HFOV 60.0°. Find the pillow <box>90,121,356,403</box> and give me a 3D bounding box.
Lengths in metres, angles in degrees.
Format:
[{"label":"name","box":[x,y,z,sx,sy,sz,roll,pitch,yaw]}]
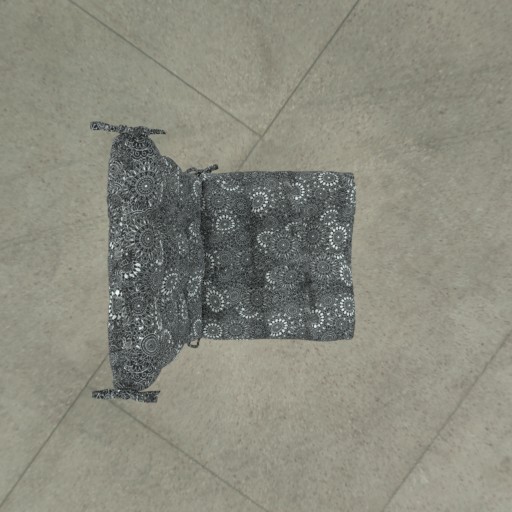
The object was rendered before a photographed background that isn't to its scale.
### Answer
[{"label":"pillow","box":[0.000,0.000,1.033,0.571,0.605,0.519,0,91,0]}]
